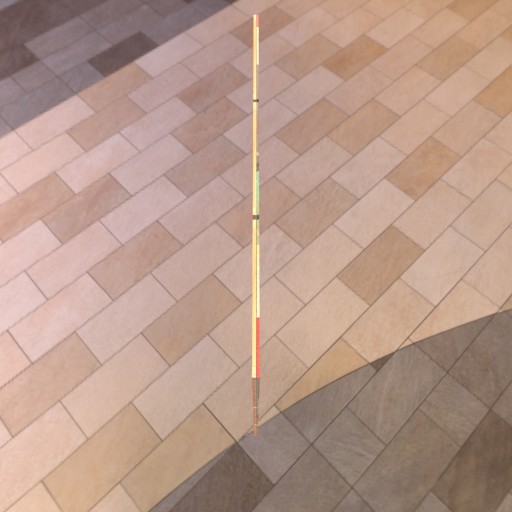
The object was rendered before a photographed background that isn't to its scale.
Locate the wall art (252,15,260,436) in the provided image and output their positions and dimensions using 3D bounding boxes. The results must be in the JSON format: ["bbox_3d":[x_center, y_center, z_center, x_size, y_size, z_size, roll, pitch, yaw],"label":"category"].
[{"bbox_3d":[0.000,0.000,1.321,0.012,0.910,0.911,0,62,0],"label":"wall art"}]
